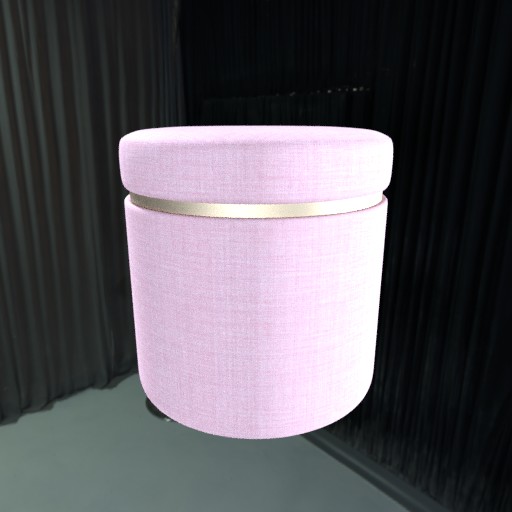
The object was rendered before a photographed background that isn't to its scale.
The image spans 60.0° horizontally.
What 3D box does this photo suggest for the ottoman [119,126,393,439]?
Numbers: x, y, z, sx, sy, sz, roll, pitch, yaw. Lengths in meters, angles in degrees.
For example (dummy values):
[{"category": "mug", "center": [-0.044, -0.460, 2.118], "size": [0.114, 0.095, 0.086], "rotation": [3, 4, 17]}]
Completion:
[{"category": "ottoman", "center": [0.000, 0.000, 0.722], "size": [0.400, 0.406, 0.400], "rotation": [0, 17, 0]}]
